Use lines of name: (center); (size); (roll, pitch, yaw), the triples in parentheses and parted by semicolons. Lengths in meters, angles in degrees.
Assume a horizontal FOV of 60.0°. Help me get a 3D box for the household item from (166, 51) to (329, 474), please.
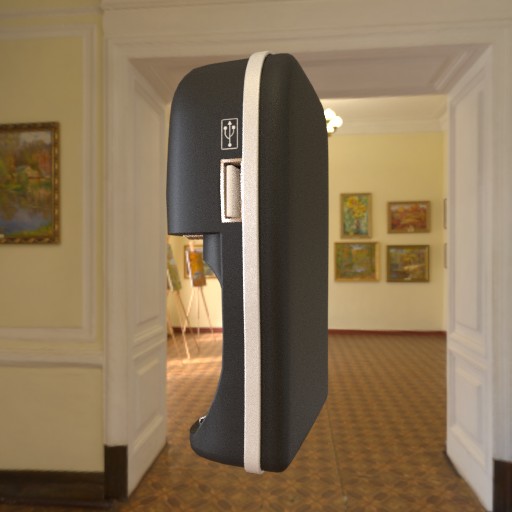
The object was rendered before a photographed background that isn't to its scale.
household item: (0.000, 0.000, 0.146); (0.038, 0.114, 0.070); (0, 0, 19)
